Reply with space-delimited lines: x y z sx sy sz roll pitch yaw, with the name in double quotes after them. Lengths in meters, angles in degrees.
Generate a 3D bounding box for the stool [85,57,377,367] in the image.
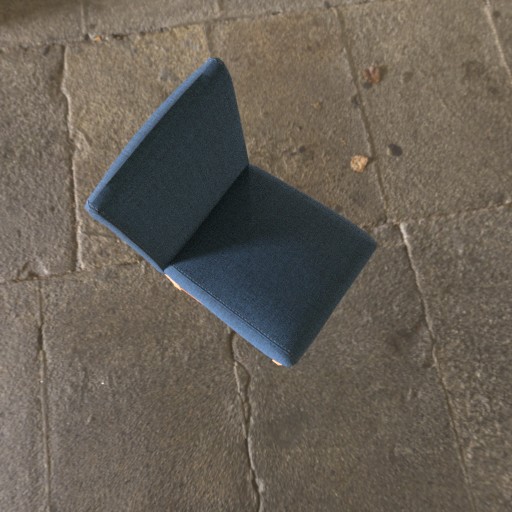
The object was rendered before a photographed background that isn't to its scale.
0.000 0.000 1.373 0.567 1.039 0.454 35 79 8 "stool"
